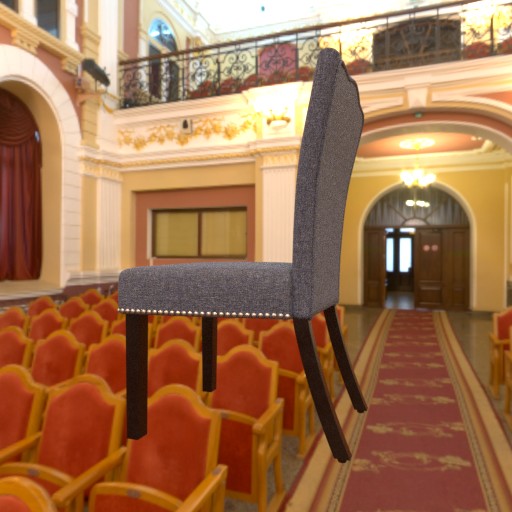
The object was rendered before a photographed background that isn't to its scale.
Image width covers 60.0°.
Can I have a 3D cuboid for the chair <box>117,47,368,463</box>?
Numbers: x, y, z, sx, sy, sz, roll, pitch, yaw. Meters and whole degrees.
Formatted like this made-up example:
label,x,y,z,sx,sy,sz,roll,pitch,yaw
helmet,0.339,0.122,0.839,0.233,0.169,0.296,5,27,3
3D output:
label,x,y,z,sx,sy,sz,roll,pitch,yaw
chair,0.000,0.000,1.276,0.589,0.946,0.518,0,0,20
